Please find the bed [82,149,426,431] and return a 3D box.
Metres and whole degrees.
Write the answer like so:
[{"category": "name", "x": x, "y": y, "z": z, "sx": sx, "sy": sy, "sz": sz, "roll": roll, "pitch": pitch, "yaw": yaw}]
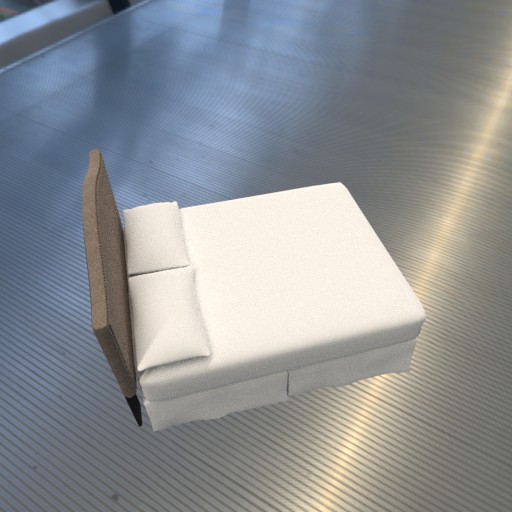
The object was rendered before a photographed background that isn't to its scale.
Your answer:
[{"category": "bed", "x": 0.000, "y": 0.000, "z": 3.342, "sx": 2.153, "sy": 1.518, "sz": 1.713, "roll": -11, "pitch": 48, "yaw": -10}]
